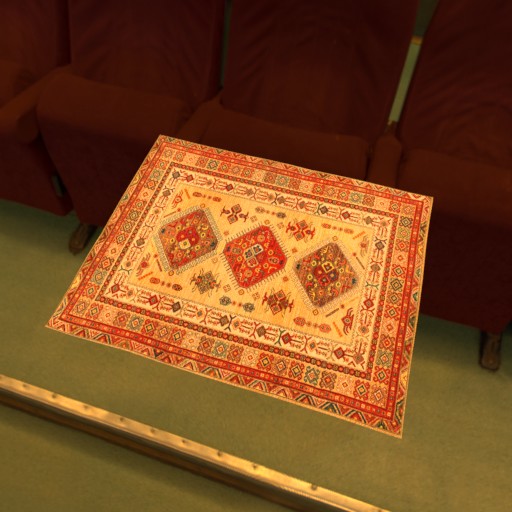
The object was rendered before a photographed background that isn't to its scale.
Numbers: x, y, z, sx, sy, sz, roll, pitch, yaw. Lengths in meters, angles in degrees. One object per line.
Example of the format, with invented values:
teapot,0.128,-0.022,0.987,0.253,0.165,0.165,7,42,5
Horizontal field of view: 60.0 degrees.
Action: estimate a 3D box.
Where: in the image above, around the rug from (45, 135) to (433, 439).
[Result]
rug,0.000,0.000,4.197,3.067,0.005,2.460,15,59,9
